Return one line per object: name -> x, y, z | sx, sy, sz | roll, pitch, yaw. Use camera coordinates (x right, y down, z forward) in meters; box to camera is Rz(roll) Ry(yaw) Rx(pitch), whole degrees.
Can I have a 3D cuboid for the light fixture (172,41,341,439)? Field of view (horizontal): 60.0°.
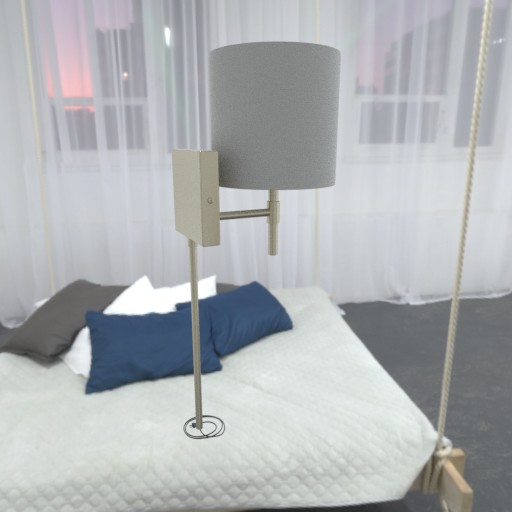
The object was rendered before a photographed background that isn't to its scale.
light fixture -> 0.000, 0.000, 0.699 | 0.248, 0.589, 0.188 | -7, 16, -26
